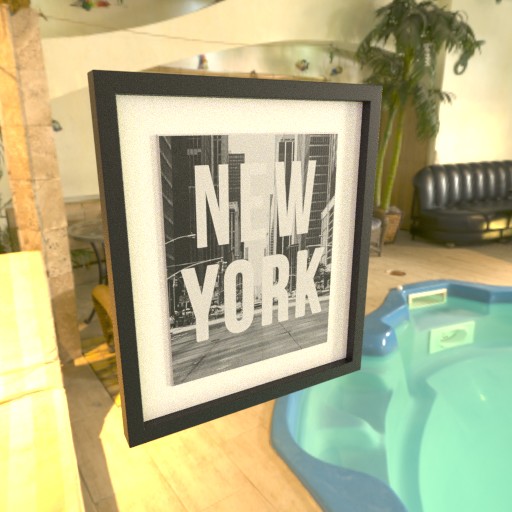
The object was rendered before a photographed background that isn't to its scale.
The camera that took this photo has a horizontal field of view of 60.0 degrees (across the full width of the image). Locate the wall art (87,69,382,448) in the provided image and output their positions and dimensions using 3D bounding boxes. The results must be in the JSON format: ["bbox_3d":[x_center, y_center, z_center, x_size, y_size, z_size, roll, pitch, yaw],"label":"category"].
[{"bbox_3d":[0.000,0.000,0.513,0.328,0.381,0.028,-9,19,-28],"label":"wall art"}]
